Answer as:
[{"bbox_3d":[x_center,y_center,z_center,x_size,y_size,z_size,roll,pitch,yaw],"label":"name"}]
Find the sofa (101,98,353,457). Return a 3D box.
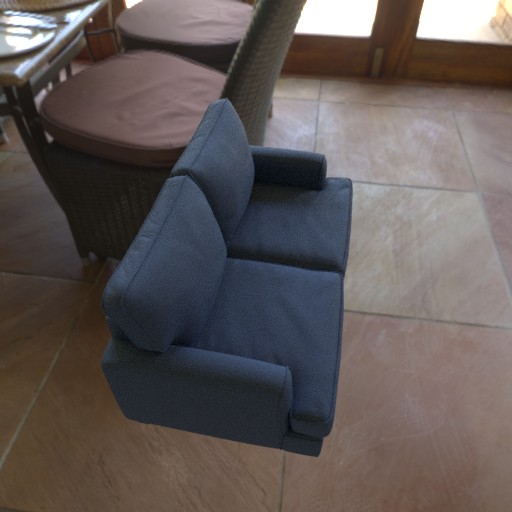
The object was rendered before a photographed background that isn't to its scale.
[{"bbox_3d":[0.000,0.000,2.294,0.965,0.965,1.651,8,47,8],"label":"sofa"}]
